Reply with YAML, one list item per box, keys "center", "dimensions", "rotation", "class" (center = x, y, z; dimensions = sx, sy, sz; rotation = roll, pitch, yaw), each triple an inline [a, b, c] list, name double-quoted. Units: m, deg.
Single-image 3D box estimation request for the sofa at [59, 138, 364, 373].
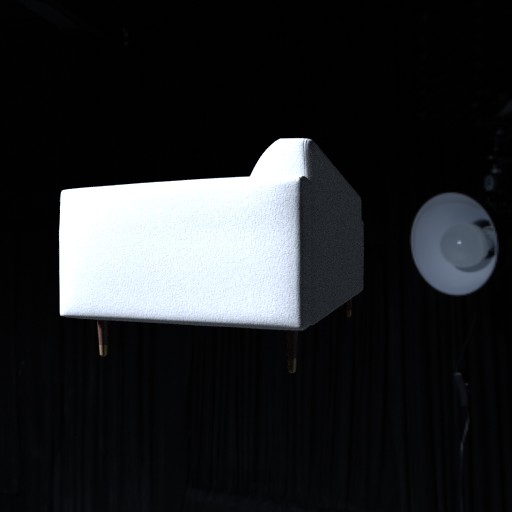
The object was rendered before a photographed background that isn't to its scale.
- center: [0.000, 0.000, 2.397]
  dimensions: [0.969, 0.814, 1.895]
  rotation: [0, 0, 19]
  class: "sofa"
